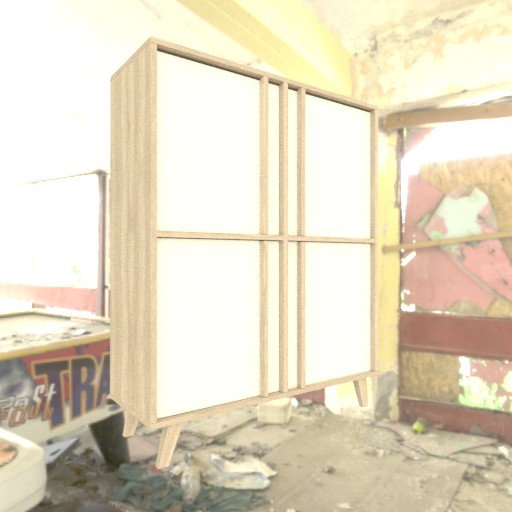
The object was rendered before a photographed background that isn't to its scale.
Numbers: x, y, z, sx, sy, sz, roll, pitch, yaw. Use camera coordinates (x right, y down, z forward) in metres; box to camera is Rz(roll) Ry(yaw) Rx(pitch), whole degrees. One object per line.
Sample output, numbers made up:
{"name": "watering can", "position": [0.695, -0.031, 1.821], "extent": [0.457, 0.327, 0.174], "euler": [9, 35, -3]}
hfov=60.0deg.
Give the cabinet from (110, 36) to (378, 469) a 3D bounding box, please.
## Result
{"name": "cabinet", "position": [0.000, 0.000, 1.885], "extent": [1.111, 1.388, 0.398], "euler": [0, 0, -36]}
